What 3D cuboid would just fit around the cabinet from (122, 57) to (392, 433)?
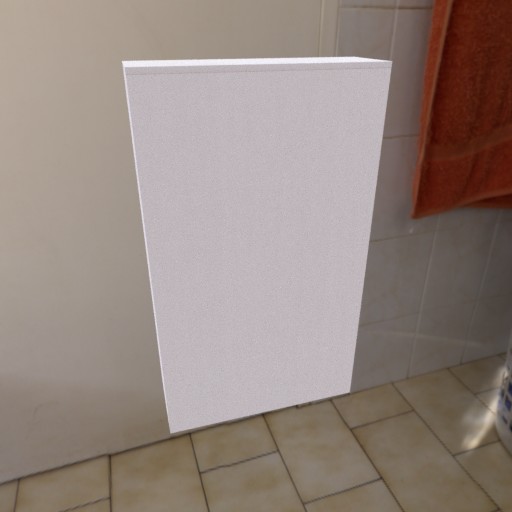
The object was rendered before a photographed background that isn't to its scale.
[{"bbox_3d":[0.000,0.000,1.587,0.750,1.280,0.250,-8,28,-15],"label":"cabinet"}]
